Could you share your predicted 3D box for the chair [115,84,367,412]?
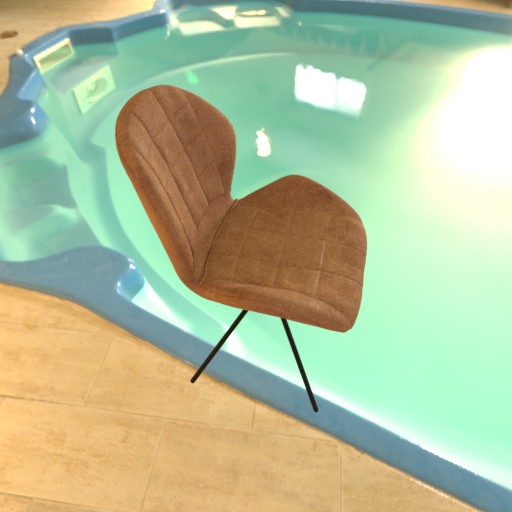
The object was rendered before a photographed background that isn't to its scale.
[{"bbox_3d":[0.000,0.000,1.327,0.640,0.929,0.527,10,48,10],"label":"chair"}]
